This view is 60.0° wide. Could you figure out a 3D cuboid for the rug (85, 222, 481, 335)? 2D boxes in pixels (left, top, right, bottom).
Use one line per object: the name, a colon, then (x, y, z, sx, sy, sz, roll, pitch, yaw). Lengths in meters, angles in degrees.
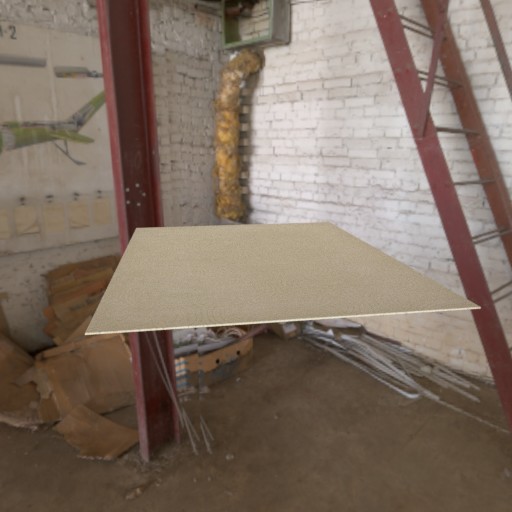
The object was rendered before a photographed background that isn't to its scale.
rug: (0.000, 0.000, 3.491, 2.073, 0.011, 2.584, -2, 15, -9)
